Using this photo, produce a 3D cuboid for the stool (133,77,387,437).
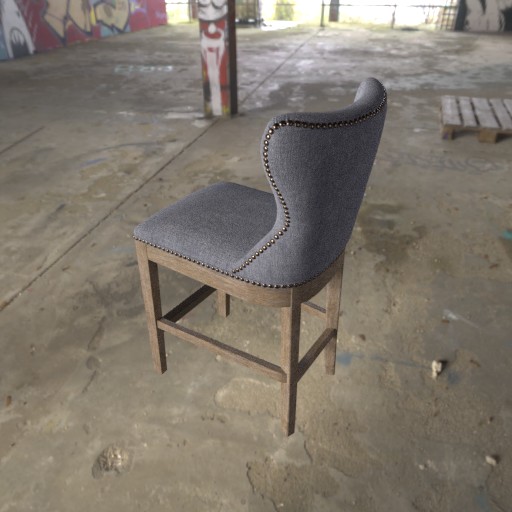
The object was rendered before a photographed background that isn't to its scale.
[{"bbox_3d":[0.000,0.000,1.319,0.608,0.981,0.498,20,38,28],"label":"stool"}]
